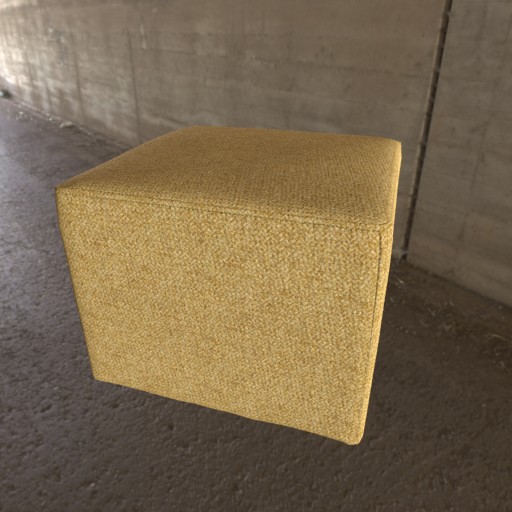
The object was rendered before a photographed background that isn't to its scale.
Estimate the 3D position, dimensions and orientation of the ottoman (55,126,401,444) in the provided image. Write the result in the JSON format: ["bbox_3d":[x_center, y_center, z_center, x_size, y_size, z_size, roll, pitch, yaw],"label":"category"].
[{"bbox_3d":[0.000,0.000,0.900,0.512,0.441,0.505,8,29,15],"label":"ottoman"}]
